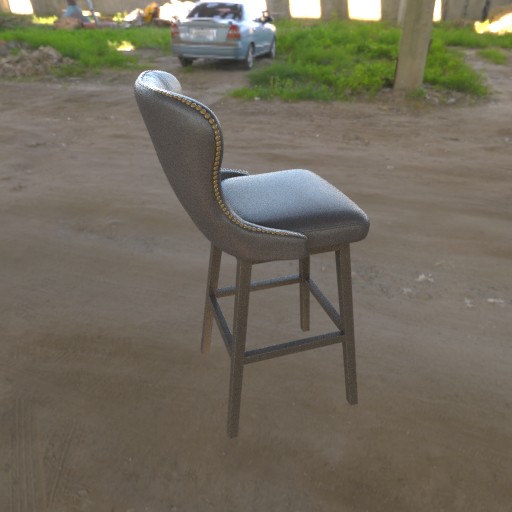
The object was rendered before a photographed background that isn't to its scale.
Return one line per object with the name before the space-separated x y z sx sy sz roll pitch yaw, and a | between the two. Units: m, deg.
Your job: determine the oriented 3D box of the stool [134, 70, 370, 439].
stool | 0.000 0.000 1.373 0.601 1.050 0.528 -9 31 -15
